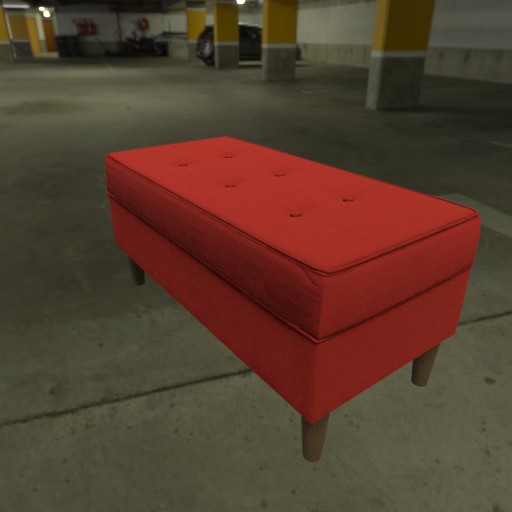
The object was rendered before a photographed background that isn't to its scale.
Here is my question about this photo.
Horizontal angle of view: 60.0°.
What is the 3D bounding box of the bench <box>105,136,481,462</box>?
[{"bbox_3d":[0.000,0.000,1.271,0.492,0.471,1.016,-18,32,-32],"label":"bench"}]
